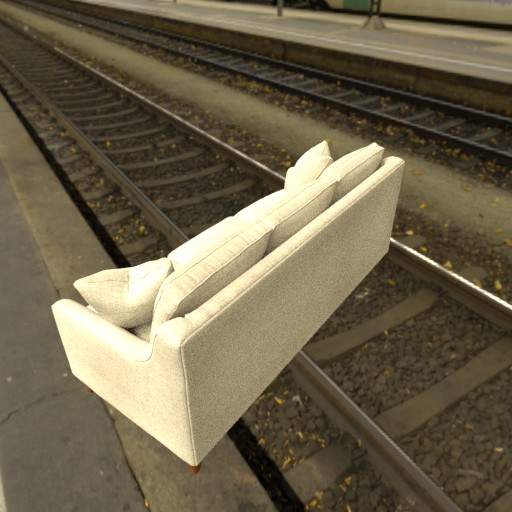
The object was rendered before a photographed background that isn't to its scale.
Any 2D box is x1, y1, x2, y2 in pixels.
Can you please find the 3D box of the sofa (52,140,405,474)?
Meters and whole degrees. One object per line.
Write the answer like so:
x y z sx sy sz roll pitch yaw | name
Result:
0.000 0.000 2.493 0.865 0.914 2.031 22 39 30 | sofa
